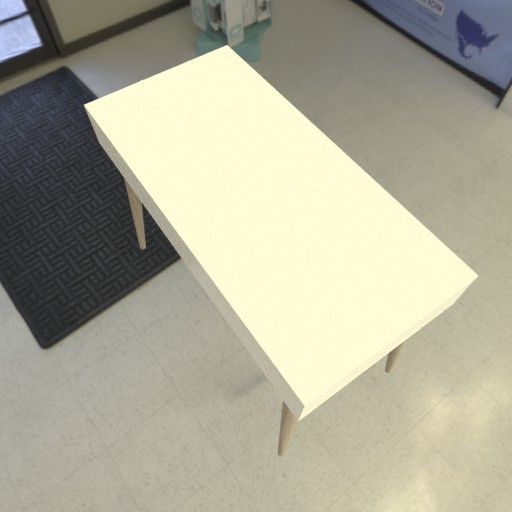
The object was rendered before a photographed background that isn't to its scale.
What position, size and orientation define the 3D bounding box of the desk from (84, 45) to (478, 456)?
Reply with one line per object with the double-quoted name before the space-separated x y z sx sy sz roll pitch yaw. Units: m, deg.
"desk" 0.000 0.000 1.389 0.491 0.723 0.979 -31 64 -17
